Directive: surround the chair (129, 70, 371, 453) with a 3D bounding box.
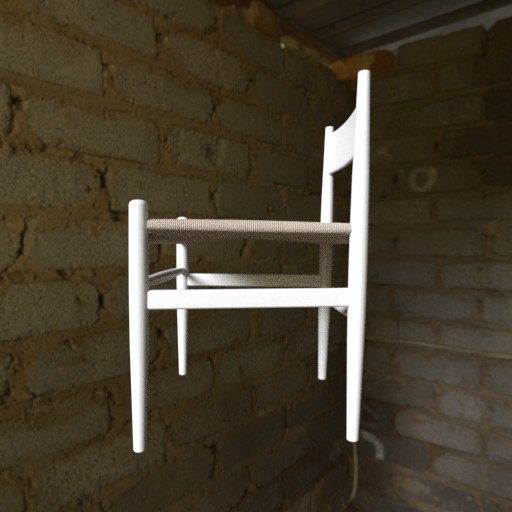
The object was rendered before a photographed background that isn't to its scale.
[{"bbox_3d":[0.000,0.000,1.124,0.495,0.762,0.556,0,1,0],"label":"chair"}]
